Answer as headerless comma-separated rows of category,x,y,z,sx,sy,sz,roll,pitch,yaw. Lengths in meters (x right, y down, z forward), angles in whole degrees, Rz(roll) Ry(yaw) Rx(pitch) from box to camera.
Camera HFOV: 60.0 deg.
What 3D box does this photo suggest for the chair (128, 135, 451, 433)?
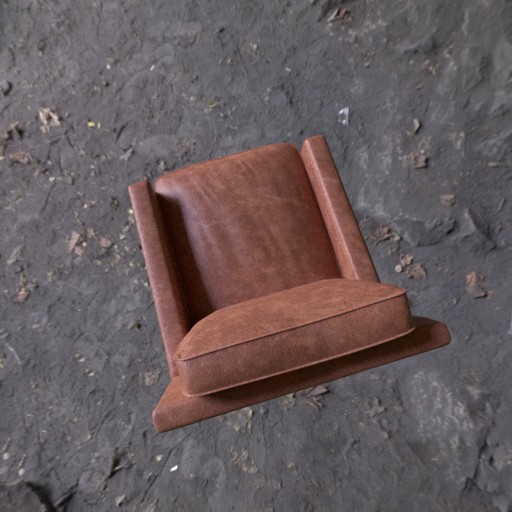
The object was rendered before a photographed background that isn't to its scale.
chair,0.000,0.000,1.765,0.854,1.054,1.035,-16,75,-4
